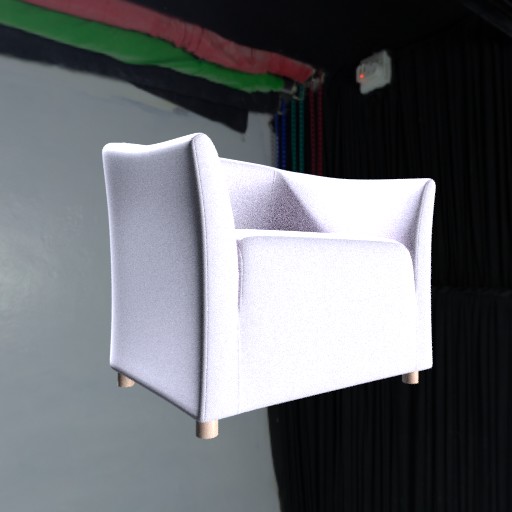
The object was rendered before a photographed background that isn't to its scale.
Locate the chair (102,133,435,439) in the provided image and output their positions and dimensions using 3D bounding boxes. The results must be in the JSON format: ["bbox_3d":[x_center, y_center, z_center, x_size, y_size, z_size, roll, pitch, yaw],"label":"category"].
[{"bbox_3d":[0.000,0.000,1.309,0.790,0.720,0.700,1,-1,-36],"label":"chair"}]
